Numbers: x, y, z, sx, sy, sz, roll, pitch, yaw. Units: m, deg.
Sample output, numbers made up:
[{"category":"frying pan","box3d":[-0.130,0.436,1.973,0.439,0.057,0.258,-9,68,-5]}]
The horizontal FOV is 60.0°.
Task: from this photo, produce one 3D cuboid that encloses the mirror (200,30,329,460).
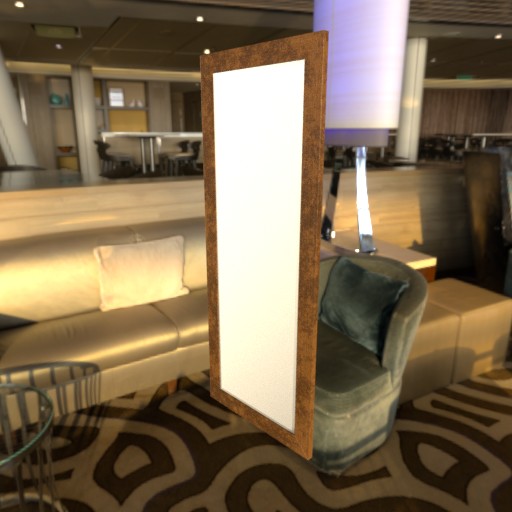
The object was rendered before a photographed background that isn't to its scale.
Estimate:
[{"category":"mirror","box3d":[0.000,0.000,2.324,0.032,2.031,0.812,-14,21,-42]}]
